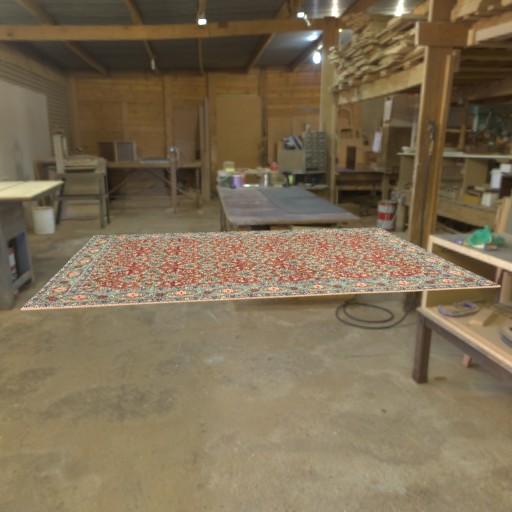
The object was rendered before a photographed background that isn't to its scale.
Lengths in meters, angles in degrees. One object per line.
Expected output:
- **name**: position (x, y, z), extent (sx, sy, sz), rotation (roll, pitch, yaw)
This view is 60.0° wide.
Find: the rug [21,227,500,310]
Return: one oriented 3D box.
- **rug**: position (0.000, 0.000, 2.246), extent (1.829, 0.009, 1.219), rotation (-2, 15, -8)
